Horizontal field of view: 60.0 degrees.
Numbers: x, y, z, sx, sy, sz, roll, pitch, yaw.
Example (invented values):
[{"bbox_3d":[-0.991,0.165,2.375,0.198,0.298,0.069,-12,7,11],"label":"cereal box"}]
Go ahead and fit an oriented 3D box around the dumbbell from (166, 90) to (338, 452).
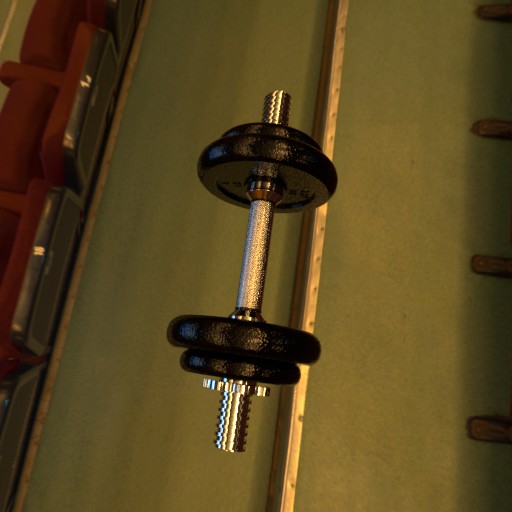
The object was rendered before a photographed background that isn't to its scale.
[{"bbox_3d":[0.000,0.000,0.609,0.202,0.202,0.497,7,76,2],"label":"dumbbell"}]
